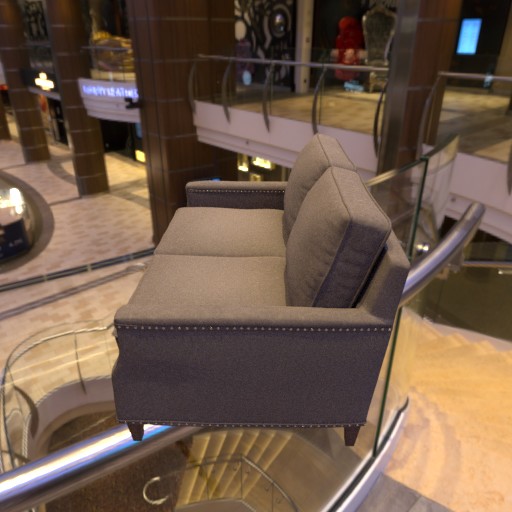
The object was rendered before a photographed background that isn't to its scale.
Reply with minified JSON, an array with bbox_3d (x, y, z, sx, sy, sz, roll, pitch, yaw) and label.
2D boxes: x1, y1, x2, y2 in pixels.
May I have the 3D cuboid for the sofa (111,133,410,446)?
[{"bbox_3d":[0.000,0.000,2.282,1.084,1.003,1.597,1,27,1],"label":"sofa"}]
